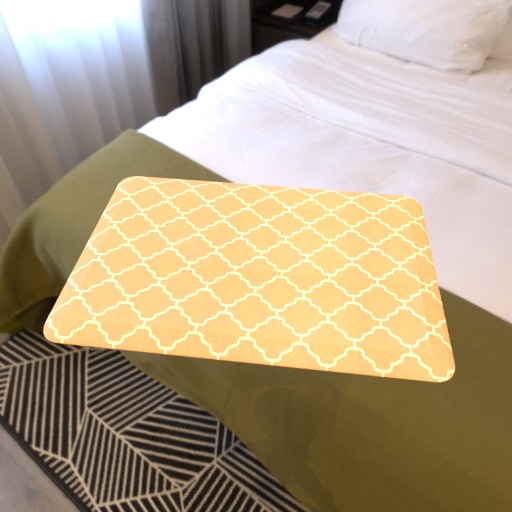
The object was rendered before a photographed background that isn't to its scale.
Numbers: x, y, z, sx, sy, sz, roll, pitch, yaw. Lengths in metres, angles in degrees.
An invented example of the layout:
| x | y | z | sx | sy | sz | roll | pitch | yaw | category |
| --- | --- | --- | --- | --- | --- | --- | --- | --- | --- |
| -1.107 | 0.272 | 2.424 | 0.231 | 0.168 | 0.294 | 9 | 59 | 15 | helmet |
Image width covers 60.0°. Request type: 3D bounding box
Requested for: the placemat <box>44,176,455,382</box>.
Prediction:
| x | y | z | sx | sy | sz | roll | pitch | yaw | category |
| --- | --- | --- | --- | --- | --- | --- | --- | --- | --- |
| 0.000 | 0.000 | 0.959 | 0.762 | 0.021 | 0.508 | 5 | 47 | 5 | placemat |
